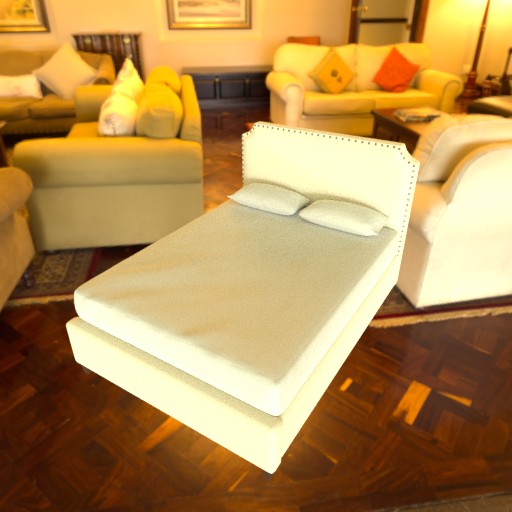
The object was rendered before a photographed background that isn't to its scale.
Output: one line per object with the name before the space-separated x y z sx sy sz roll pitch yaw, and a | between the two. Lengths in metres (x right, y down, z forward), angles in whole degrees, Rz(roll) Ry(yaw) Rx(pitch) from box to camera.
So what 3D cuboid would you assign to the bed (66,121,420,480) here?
bed | 0.000 0.000 3.431 1.703 1.415 2.329 18 35 28
